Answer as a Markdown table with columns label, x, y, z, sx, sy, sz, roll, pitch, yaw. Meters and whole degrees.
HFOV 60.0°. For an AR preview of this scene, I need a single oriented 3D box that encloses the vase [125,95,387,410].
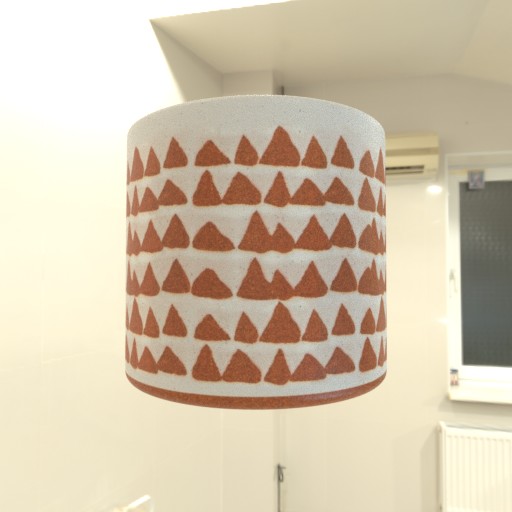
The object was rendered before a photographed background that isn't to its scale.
| label | x | y | z | sx | sy | sz | roll | pitch | yaw |
| --- | --- | --- | --- | --- | --- | --- | --- | --- | --- |
| vase | 0.000 | 0.000 | 0.243 | 0.137 | 0.127 | 0.137 | 0 | -2 | 0 |
